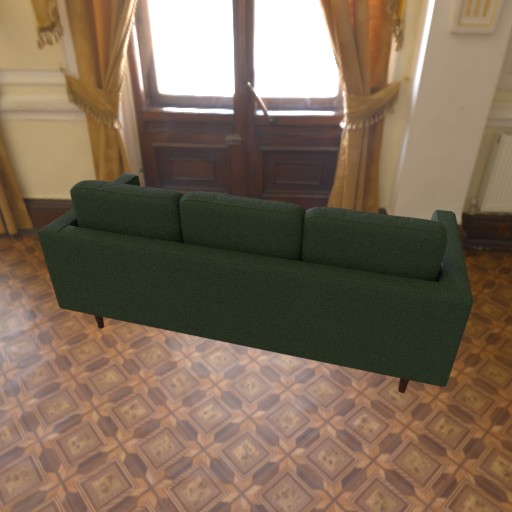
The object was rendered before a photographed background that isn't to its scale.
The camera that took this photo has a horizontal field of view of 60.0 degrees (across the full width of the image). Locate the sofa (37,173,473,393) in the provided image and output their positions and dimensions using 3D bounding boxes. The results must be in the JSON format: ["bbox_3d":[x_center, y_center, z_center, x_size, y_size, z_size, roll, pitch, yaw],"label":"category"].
[{"bbox_3d":[0.000,0.000,2.446,2.029,0.899,0.879,9,33,14],"label":"sofa"}]
